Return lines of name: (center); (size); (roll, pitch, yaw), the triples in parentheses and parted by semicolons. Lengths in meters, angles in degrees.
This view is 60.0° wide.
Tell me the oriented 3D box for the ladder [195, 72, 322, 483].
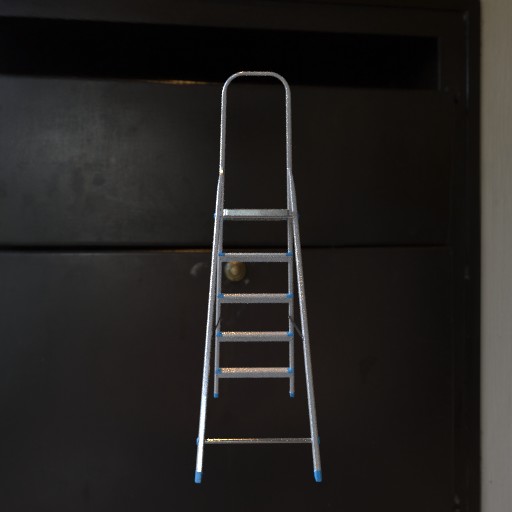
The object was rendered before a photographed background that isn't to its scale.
ladder: (0.000, 0.000, 2.109); (0.468, 1.648, 0.990); (0, 1, -1)
